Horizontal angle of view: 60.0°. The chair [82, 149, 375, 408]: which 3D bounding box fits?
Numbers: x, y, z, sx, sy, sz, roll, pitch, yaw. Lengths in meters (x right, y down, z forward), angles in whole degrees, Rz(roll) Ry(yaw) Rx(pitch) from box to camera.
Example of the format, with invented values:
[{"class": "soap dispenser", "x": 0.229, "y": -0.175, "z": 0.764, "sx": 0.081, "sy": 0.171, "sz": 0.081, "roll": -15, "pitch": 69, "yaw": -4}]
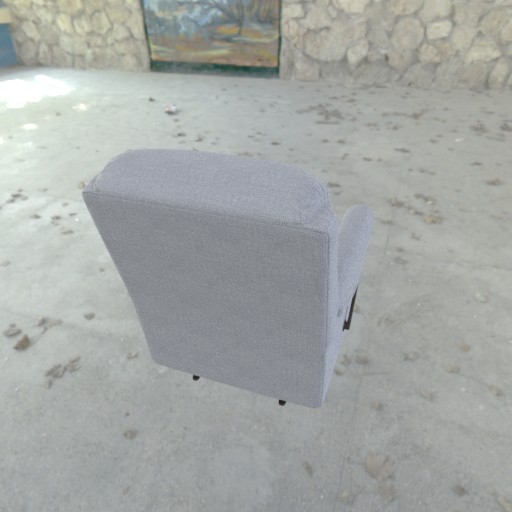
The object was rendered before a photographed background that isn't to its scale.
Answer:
[{"class": "chair", "x": 0.000, "y": 0.000, "z": 1.818, "sx": 0.838, "sy": 1.054, "sz": 1.014, "roll": 11, "pitch": 33, "yaw": 17}]
